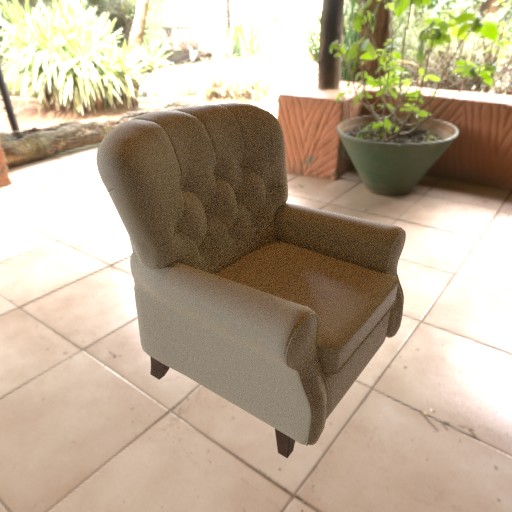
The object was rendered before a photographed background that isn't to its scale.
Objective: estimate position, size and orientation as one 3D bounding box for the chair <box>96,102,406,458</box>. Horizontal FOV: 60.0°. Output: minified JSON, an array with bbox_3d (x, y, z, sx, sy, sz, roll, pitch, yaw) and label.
[{"bbox_3d":[0.000,0.000,1.956,1.132,1.169,1.035,19,33,32],"label":"chair"}]
